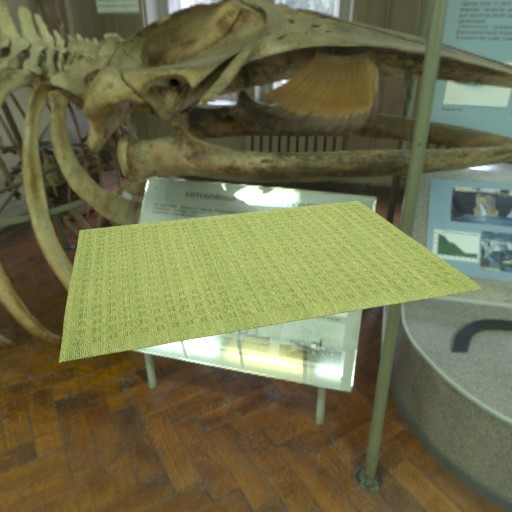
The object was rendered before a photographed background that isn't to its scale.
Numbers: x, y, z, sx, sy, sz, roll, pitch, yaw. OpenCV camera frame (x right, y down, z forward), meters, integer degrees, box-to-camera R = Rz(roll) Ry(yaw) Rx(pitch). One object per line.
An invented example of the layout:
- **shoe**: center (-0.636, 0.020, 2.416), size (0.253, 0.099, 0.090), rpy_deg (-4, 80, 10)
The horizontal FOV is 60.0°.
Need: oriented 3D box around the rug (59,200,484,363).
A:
- **rug**: center (0.000, 0.000, 2.919), size (2.297, 0.007, 1.529), rpy_deg (-8, 28, -14)
